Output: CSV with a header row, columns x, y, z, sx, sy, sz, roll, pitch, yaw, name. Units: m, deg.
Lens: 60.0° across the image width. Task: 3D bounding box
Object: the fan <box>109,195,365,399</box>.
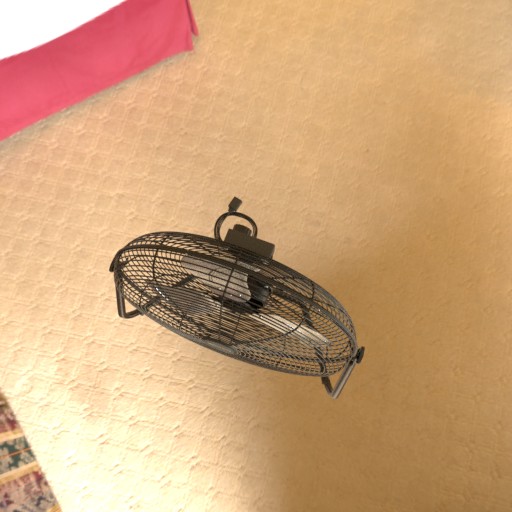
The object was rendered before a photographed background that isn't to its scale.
x,y,z,sx,sy,sz,roll,pitch,yaw,name
0.000,0.000,0.919,0.555,0.546,0.424,20,76,5,fan
